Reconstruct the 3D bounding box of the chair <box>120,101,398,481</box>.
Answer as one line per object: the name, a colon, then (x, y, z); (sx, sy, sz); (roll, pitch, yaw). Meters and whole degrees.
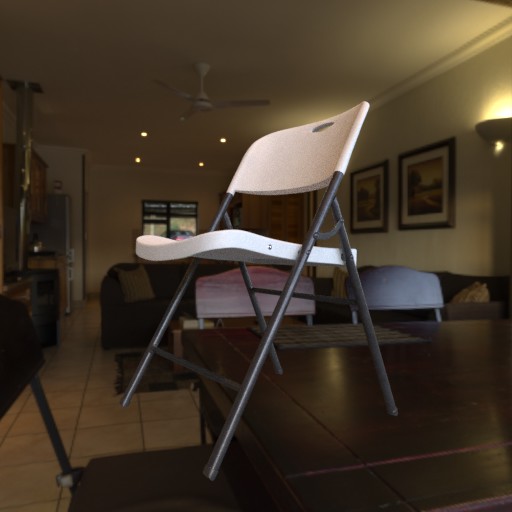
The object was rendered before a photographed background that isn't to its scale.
chair: (0.000, 0.000, 1.161); (0.566, 0.810, 0.494); (-1, 1, -36)
